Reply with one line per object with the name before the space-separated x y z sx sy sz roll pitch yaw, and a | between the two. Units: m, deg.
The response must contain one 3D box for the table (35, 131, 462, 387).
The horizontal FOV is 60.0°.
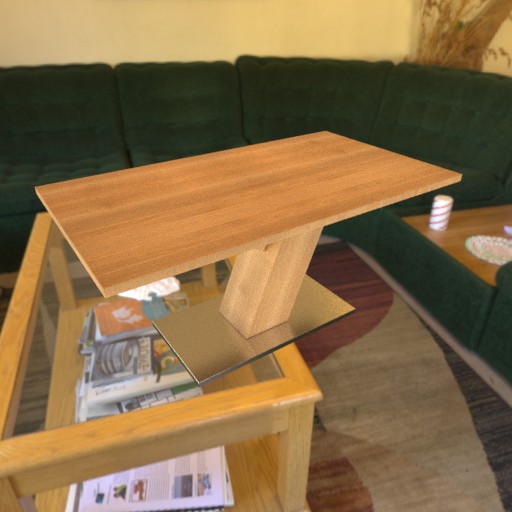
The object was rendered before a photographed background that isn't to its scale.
table | 0.000 0.000 2.087 1.600 0.750 0.900 -19 35 -29
